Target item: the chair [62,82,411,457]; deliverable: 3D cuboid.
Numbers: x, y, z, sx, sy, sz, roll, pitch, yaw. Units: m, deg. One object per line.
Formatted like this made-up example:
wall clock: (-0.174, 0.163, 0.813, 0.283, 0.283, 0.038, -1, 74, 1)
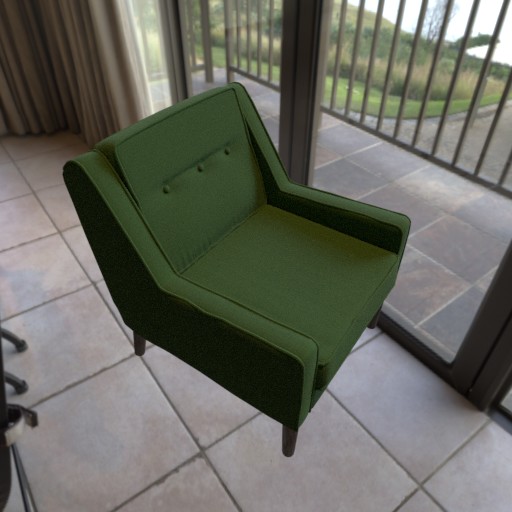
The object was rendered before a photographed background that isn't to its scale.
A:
chair: (0.000, 0.000, 1.342, 0.743, 0.792, 0.663, 25, 46, 26)
